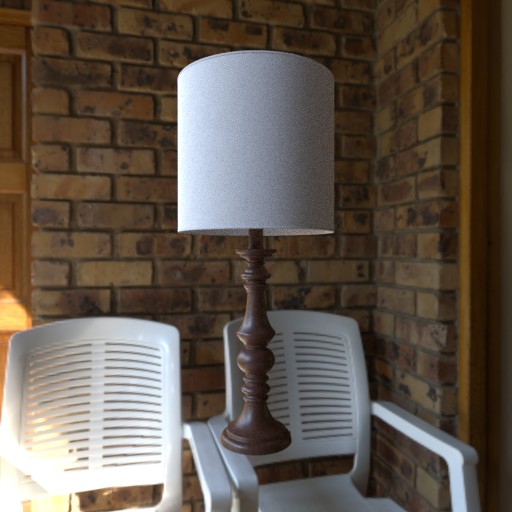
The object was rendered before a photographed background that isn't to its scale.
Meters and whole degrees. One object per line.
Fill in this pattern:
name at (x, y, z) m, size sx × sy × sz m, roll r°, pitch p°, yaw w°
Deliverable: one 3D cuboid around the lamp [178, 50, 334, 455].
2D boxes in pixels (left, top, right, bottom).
lamp at (0.000, 0.000, 0.720) m, size 0.250 × 0.597 × 0.250 m, roll 0°, pitch 0°, yaw -19°
